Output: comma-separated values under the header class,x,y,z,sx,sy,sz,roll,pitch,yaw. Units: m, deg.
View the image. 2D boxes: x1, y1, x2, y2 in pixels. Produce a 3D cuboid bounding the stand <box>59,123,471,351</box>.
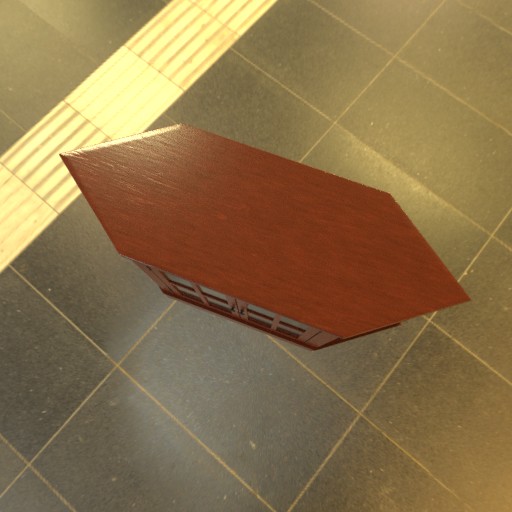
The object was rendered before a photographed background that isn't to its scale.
class,x,y,z,sx,sy,sz,roll,pitch,yaw
stand,0.000,0.000,1.373,1.072,0.614,0.381,20,76,5
